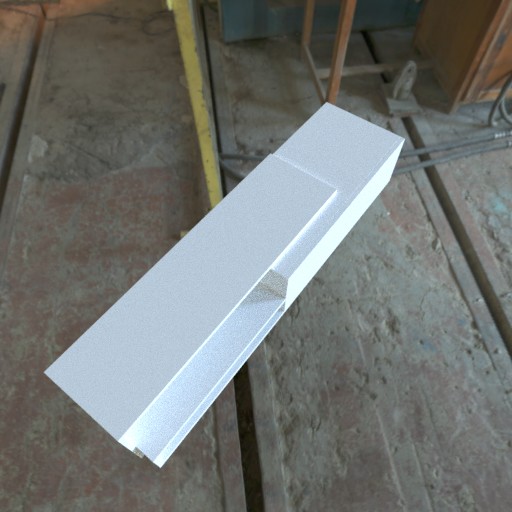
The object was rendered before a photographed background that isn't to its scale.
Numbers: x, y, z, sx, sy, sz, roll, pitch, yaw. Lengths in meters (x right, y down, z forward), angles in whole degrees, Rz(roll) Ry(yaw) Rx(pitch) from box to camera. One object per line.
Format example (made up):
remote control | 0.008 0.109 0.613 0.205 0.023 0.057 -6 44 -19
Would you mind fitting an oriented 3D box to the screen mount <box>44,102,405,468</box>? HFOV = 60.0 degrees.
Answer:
screen mount | 0.000 0.000 1.836 0.420 0.320 1.680 33 63 19
